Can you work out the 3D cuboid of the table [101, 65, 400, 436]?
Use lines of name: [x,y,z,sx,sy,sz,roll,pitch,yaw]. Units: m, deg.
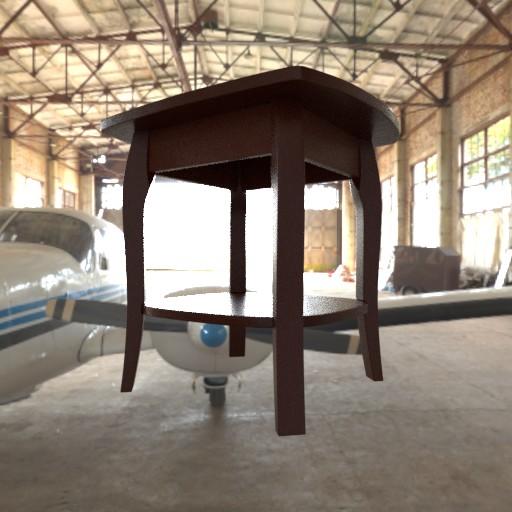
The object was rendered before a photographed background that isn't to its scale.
table: [0.000,0.000,0.858,0.502,0.496,0.433,0,0,35]
